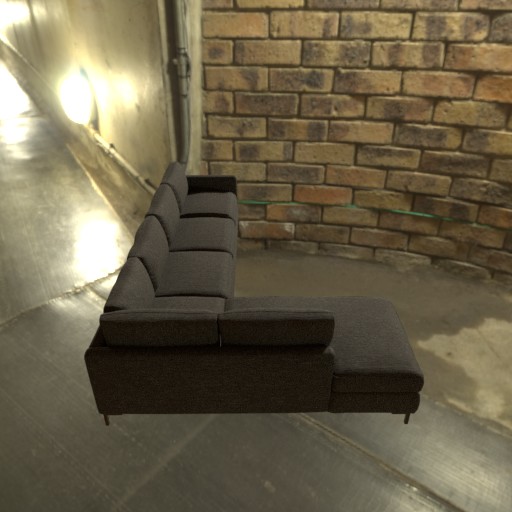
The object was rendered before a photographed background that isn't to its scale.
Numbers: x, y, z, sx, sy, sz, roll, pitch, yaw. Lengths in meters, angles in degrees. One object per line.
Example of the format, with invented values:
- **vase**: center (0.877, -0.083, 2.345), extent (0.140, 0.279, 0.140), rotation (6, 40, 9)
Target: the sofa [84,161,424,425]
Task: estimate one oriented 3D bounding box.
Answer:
- **sofa**: center (0.000, 0.000, 3.866), extent (2.007, 0.815, 2.949), rotation (0, 31, -1)
